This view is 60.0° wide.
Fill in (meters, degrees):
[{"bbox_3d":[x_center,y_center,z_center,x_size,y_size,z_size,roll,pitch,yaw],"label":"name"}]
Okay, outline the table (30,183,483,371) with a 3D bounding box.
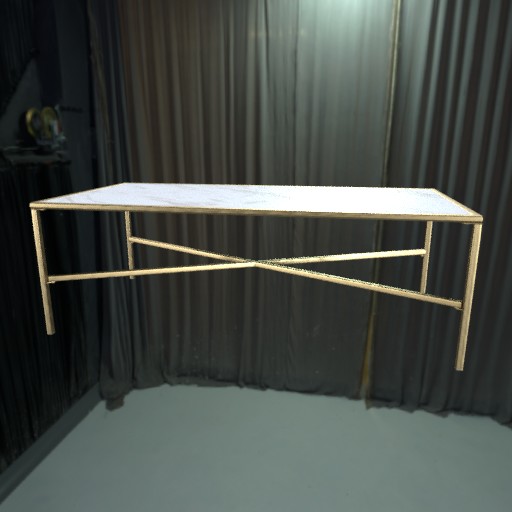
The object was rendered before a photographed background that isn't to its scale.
[{"bbox_3d":[0.000,0.000,1.474,1.197,0.405,0.577,3,15,10],"label":"table"}]
